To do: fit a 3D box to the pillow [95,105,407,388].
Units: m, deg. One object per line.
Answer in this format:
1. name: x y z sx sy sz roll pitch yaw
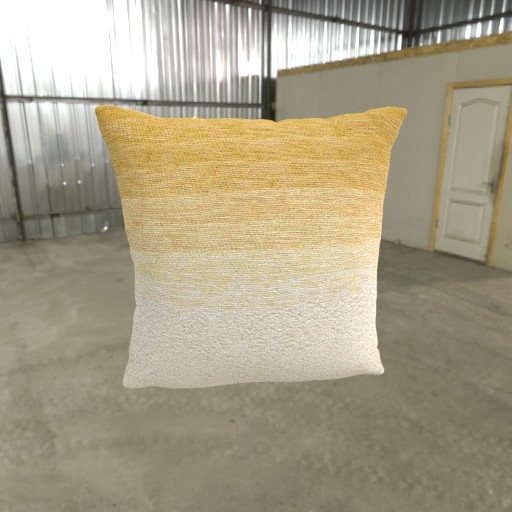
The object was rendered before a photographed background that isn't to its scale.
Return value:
1. pillow: 0.000 0.000 0.700 0.450 0.450 0.211 -1 17 -5
